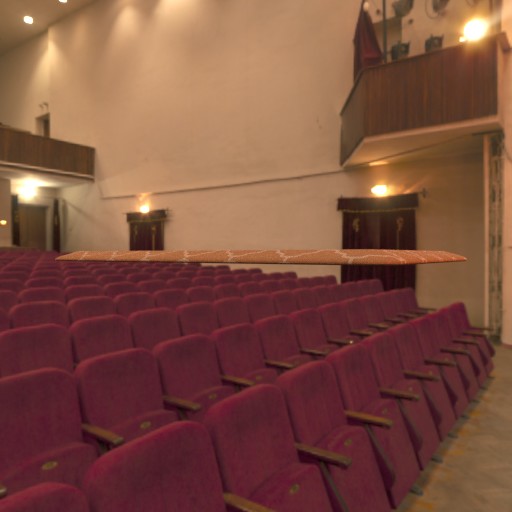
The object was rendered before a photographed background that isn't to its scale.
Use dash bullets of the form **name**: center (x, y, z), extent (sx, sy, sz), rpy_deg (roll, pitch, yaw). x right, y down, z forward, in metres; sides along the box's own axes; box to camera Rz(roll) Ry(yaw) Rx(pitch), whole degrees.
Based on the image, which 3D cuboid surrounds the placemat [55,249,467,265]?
- **placemat**: center (0.000, 0.000, 0.961), extent (0.762, 0.021, 0.508), rpy_deg (0, 0, 36)
